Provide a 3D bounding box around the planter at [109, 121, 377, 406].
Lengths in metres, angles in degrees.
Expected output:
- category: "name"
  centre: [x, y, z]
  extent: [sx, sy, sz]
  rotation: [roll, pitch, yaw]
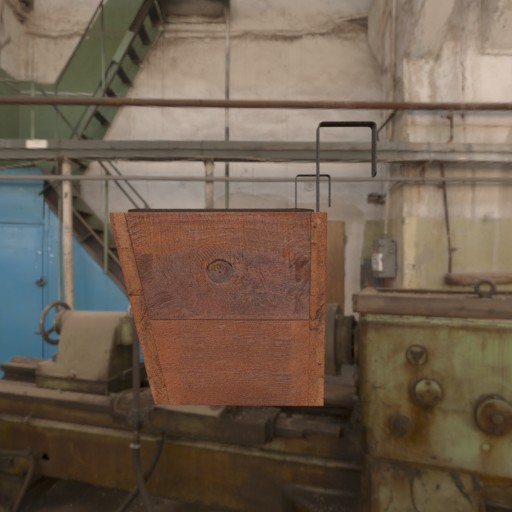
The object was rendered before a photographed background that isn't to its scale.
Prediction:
- category: "planter"
  centre: [0.000, 0.000, 0.642]
  extent: [0.262, 0.289, 0.480]
  rotation: [0, 0, 1]
